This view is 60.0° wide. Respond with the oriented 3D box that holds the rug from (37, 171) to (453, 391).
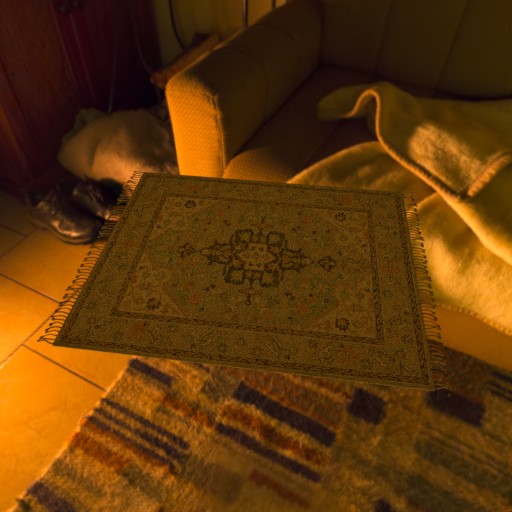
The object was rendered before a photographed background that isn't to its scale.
[{"bbox_3d":[0.000,0.000,3.463,2.651,0.010,1.971,5,46,5],"label":"rug"}]
